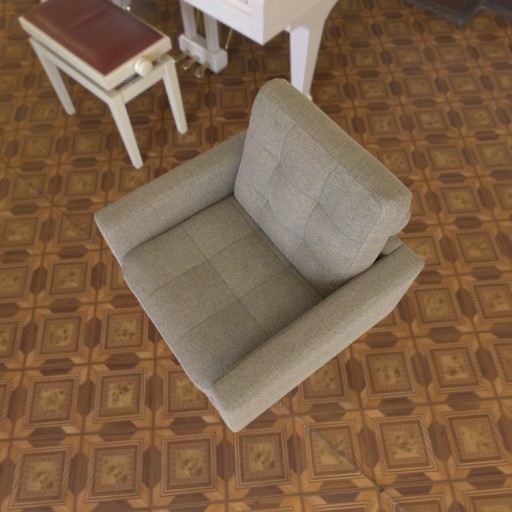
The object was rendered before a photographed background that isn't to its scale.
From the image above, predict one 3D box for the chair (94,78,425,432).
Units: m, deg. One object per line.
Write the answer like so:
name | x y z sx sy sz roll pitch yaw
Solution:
chair | 0.000 0.000 1.578 0.843 0.880 0.821 -33 66 -17
